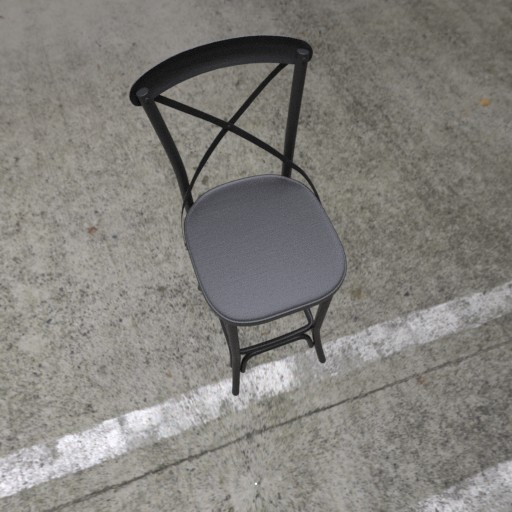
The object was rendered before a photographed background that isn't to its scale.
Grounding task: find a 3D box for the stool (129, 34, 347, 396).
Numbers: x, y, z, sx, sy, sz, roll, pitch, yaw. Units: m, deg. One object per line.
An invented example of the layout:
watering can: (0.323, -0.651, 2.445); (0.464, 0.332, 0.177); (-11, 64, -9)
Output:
stool: (0.000, 0.000, 1.438); (0.457, 1.168, 0.584); (-18, 64, -9)
